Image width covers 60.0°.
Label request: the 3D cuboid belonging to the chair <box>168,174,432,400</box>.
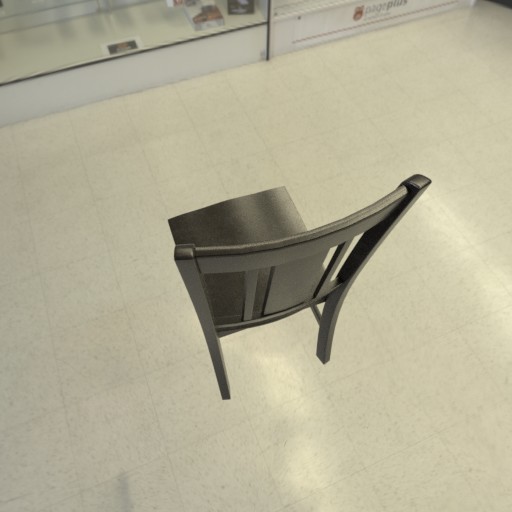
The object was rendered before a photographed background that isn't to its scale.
[{"bbox_3d":[0.000,0.000,1.257,0.450,0.998,0.555,-17,60,-10],"label":"chair"}]
